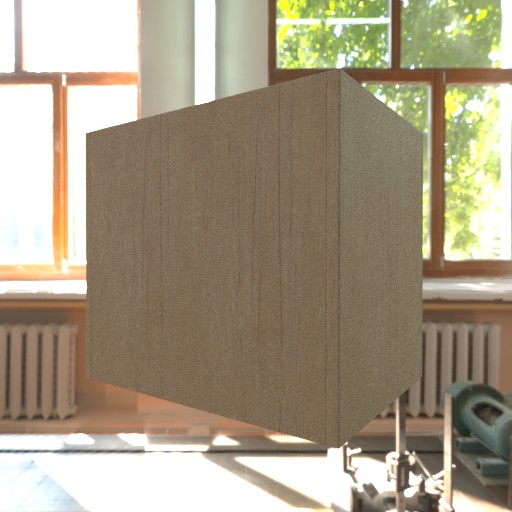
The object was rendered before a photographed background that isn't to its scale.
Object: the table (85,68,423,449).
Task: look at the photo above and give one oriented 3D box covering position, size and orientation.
[{"bbox_3d":[0.000,0.000,0.927,0.570,0.510,0.420,1,1,35],"label":"table"}]
